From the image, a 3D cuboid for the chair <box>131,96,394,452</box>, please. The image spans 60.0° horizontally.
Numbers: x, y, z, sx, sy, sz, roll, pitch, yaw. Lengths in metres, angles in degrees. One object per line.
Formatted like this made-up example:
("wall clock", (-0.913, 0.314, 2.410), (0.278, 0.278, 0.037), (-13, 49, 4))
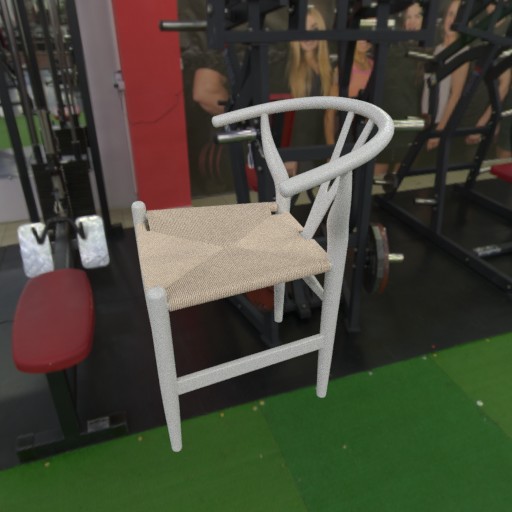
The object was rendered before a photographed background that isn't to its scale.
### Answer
("chair", (0.000, 0.000, 1.146), (0.579, 0.730, 0.569), (-9, 31, -15))
